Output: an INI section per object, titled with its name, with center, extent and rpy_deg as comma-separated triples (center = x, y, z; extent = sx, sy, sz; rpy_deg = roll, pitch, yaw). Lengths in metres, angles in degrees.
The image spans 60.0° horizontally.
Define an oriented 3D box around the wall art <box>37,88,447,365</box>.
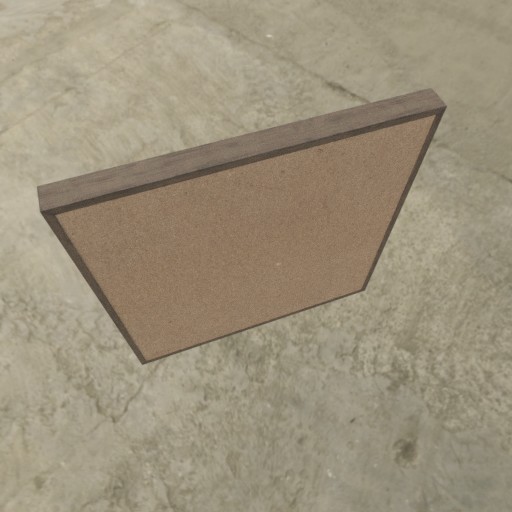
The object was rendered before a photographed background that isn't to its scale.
[wall art]
center = 0.000, 0.000, 0.747
extent = 0.508, 0.508, 0.038
rpy_deg = -17, 59, -10
